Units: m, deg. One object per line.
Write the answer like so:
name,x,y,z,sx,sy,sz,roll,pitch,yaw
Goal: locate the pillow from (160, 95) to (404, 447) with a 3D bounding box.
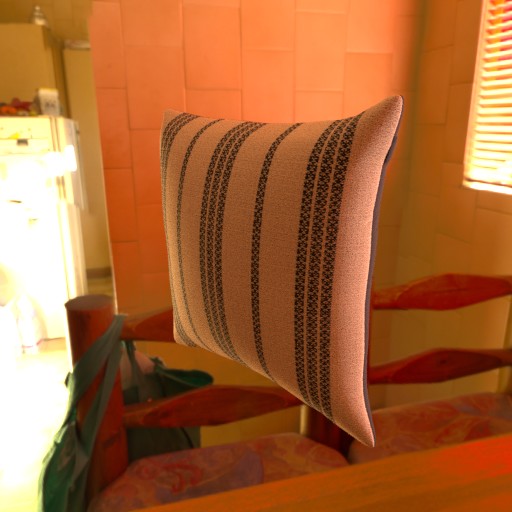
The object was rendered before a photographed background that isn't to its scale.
pillow,0.000,0.000,0.622,0.405,0.406,0.173,15,21,42
